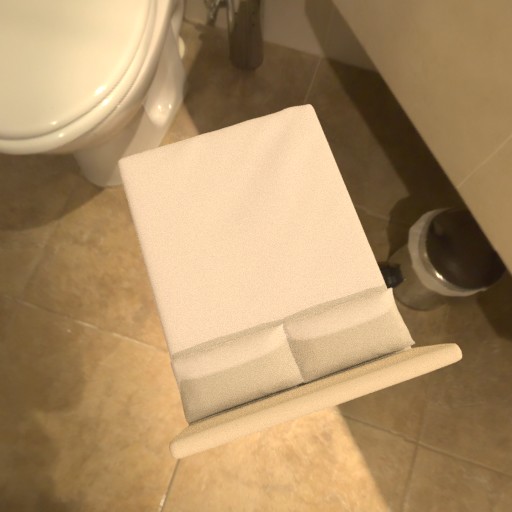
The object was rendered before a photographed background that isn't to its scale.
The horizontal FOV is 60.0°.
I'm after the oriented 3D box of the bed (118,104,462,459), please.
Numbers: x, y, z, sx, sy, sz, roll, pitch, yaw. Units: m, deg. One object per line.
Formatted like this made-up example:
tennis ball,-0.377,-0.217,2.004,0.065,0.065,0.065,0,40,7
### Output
bed,0.000,0.000,3.203,1.714,1.330,2.147,-18,76,-5
